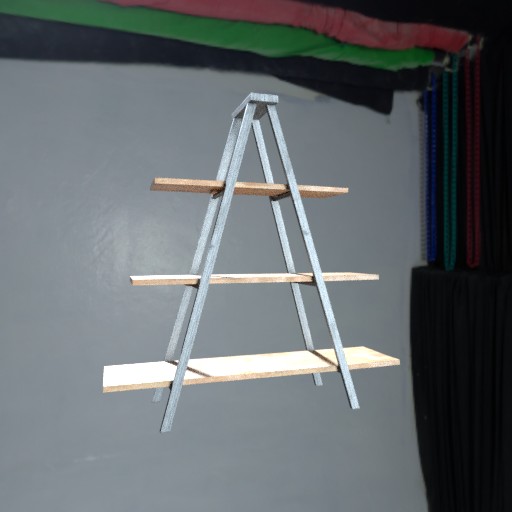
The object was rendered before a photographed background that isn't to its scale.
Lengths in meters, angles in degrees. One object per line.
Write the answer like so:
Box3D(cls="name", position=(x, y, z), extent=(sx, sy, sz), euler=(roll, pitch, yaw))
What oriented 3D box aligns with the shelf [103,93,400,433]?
Box3D(cls="shelf", position=(0.000, 0.000, 2.682), extent=(1.746, 1.808, 0.508), euler=(0, 0, -18))
